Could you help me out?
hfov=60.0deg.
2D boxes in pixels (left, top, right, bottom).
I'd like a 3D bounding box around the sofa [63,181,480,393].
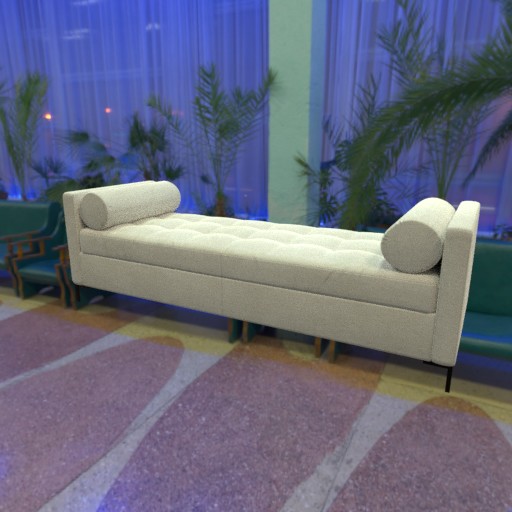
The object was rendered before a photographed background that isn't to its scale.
[{"bbox_3d":[0.000,0.000,2.274,1.981,0.635,0.686,8,18,27],"label":"sofa"}]
